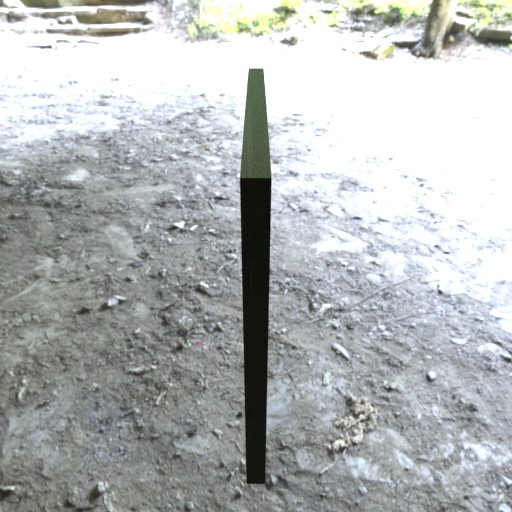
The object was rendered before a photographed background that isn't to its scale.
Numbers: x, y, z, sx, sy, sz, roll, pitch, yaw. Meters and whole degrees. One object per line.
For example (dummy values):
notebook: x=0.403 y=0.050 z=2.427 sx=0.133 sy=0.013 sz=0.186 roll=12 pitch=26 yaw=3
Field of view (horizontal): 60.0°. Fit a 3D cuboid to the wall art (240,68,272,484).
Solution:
wall art: x=0.000 y=0.000 z=1.133 sx=0.043 sy=0.758 sz=0.762 roll=0 pitch=33 yaw=0
